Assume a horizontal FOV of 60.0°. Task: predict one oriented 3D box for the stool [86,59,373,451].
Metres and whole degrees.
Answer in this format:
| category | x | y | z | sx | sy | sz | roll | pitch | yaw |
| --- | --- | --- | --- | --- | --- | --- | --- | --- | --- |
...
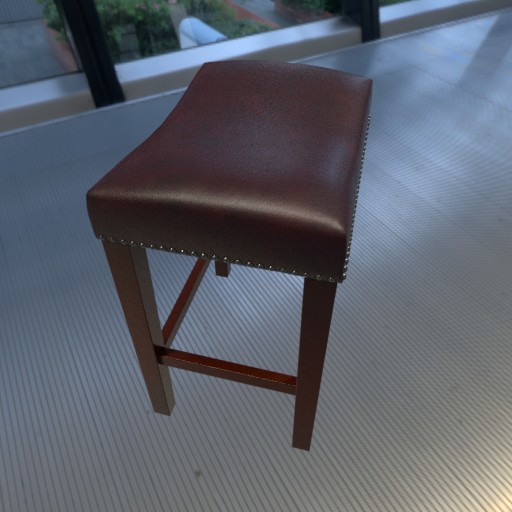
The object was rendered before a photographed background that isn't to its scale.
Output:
| category | x | y | z | sx | sy | sz | roll | pitch | yaw |
| --- | --- | --- | --- | --- | --- | --- | --- | --- | --- |
| stool | 0.000 | 0.000 | 0.948 | 0.372 | 0.657 | 0.504 | 10 | 45 | 10 |
